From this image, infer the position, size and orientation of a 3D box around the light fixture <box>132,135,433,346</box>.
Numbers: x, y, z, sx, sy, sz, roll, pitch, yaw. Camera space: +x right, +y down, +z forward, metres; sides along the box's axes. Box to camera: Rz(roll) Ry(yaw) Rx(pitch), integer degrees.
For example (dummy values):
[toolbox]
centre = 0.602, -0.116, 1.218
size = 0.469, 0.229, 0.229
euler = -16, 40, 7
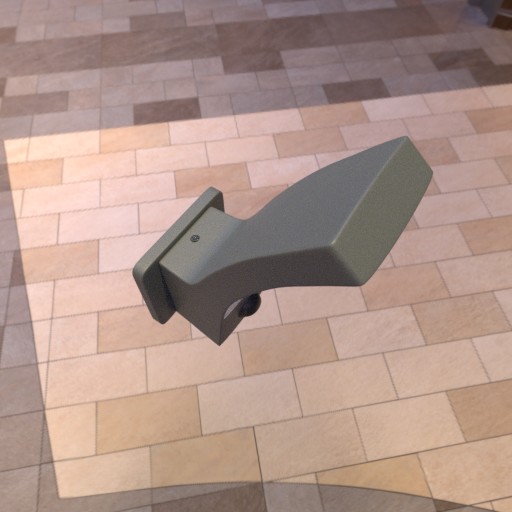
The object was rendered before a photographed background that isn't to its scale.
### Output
[light fixture]
centre = 0.000, 0.000, 0.326
size = 0.174, 0.243, 0.108
euler = 30, 62, 17
